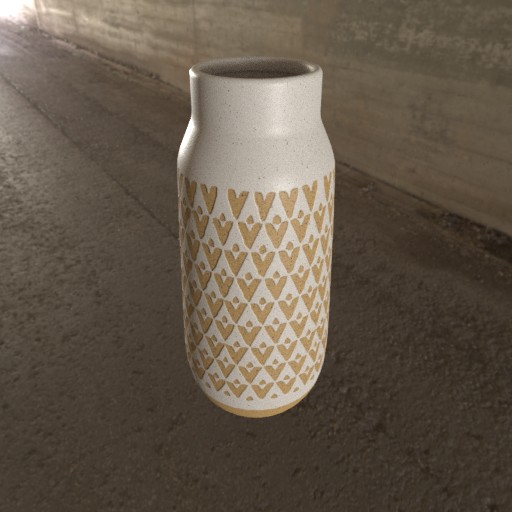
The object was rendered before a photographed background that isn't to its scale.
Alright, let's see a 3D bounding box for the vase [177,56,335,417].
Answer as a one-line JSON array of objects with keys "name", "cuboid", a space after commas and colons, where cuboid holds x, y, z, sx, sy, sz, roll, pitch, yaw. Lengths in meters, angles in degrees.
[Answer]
[{"name": "vase", "cuboid": [0.000, 0.000, 0.385, 0.137, 0.307, 0.137, 0, 33, 0]}]
